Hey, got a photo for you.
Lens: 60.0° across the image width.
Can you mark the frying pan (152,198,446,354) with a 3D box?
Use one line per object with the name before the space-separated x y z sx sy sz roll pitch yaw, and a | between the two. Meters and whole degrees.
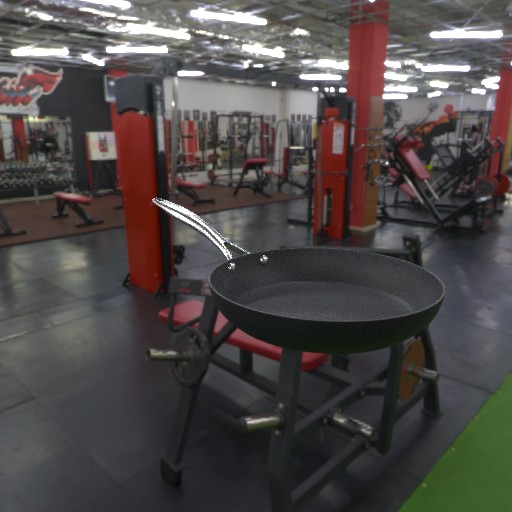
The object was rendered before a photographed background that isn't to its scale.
frying pan | 0.000 0.000 0.573 0.255 0.105 0.472 -14 21 -42
